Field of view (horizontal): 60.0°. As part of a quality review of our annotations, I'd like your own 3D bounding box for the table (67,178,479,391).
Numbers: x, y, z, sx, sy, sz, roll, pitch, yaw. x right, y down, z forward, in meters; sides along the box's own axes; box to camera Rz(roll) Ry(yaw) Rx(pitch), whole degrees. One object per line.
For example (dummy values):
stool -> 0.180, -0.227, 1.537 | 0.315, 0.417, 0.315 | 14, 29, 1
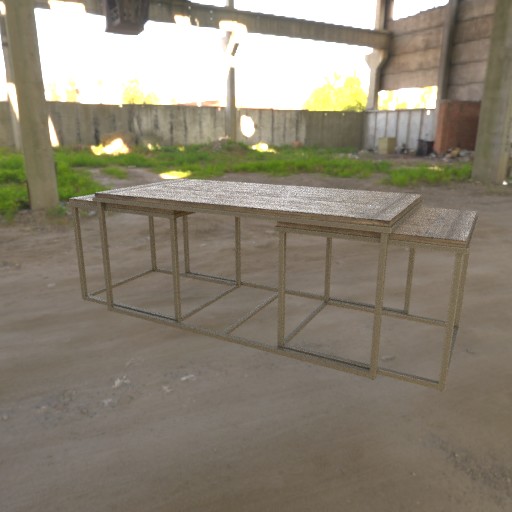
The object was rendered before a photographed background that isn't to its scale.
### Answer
table -> 0.000, 0.000, 1.516 | 1.312, 0.427, 0.489 | 9, 18, 27
